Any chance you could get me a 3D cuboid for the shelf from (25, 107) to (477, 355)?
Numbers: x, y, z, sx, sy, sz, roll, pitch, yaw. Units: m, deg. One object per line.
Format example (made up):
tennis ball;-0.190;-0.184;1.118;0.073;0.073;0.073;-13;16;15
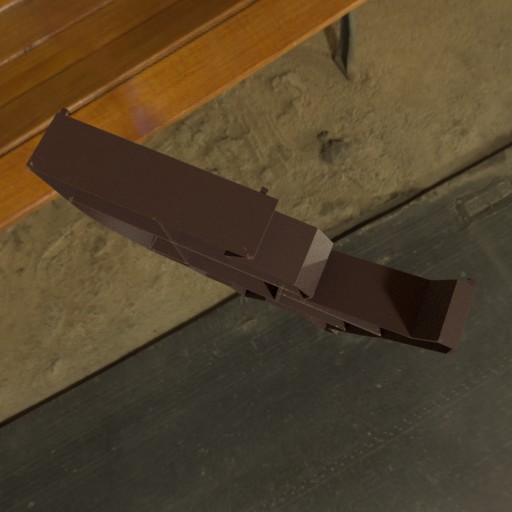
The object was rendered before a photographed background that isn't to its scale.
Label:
shelf;0.000;0.000;0.877;0.729;0.439;0.112;22;77;5
